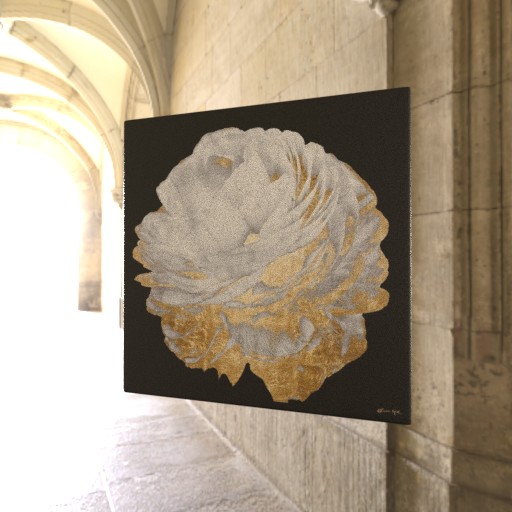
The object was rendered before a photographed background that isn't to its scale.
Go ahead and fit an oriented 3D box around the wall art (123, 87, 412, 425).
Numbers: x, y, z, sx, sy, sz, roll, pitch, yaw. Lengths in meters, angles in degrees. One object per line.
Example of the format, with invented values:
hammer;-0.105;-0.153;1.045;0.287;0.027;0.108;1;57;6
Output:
wall art;0.000;0.000;0.615;0.406;0.407;0.041;0;0;19
